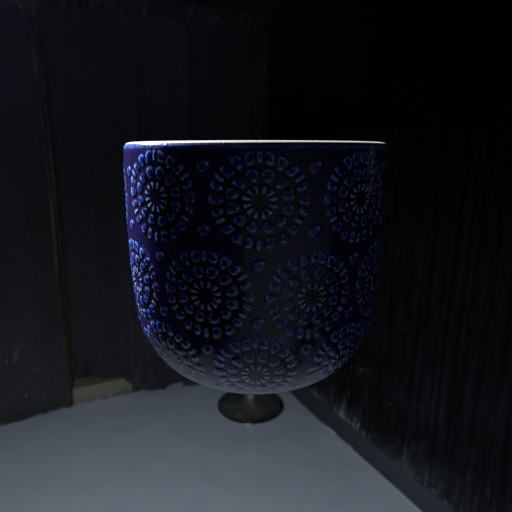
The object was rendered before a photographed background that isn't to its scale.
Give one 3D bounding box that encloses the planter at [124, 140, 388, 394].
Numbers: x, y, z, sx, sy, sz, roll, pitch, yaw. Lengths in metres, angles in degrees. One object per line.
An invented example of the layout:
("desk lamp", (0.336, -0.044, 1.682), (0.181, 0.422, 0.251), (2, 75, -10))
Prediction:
("planter", (0.000, 0.000, 0.301), (0.165, 0.149, 0.165), (0, 13, 0))
